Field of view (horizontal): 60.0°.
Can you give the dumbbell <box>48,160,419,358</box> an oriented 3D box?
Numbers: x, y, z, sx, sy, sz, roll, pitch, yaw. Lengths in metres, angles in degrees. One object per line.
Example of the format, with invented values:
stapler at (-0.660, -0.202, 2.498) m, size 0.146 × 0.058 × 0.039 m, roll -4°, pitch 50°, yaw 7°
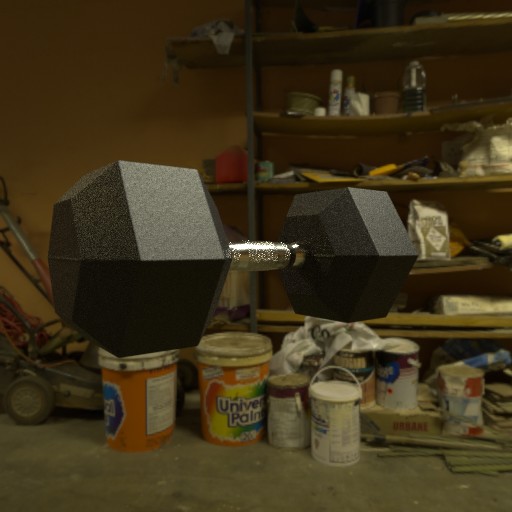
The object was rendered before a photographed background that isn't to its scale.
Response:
dumbbell at (0.000, 0.000, 0.466) m, size 0.384 × 0.150 × 0.173 m, roll -1°, pitch 2°, yaw -37°
